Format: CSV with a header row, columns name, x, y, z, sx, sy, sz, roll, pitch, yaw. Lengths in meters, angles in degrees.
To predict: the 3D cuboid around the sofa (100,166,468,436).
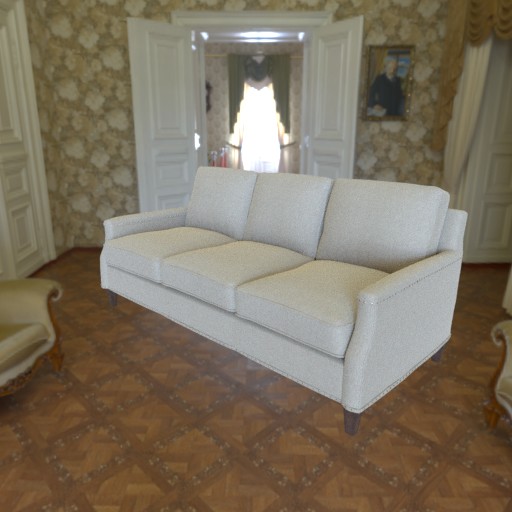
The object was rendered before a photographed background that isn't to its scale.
name,x,y,z,sx,sy,sz,roll,pitch,yaw
sofa,0.000,0.000,2.844,2.246,1.003,1.084,15,22,42
